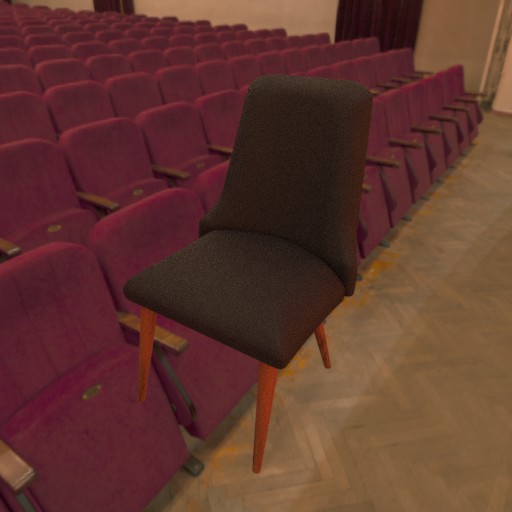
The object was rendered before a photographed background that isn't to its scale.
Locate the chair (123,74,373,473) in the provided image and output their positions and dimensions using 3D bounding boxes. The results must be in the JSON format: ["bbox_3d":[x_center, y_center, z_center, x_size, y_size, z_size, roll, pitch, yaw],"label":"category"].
[{"bbox_3d":[0.000,0.000,1.161,0.504,0.820,0.567,18,34,29],"label":"chair"}]
